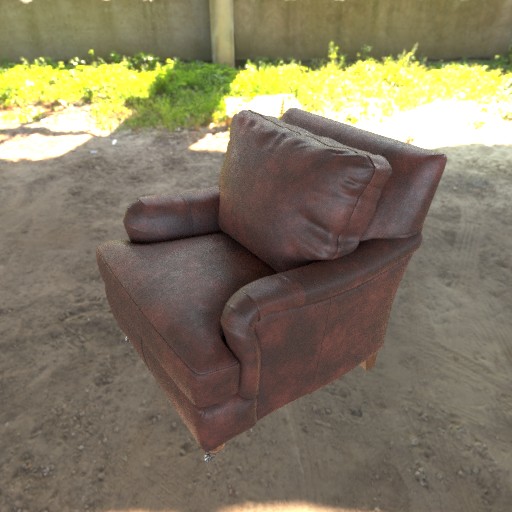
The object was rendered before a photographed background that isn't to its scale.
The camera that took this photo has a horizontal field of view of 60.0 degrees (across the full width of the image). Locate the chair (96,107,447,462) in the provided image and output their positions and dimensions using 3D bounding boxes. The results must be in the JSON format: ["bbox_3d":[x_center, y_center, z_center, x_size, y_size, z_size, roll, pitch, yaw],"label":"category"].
[{"bbox_3d":[0.000,0.000,1.919,1.156,1.051,0.987,-20,37,-29],"label":"chair"}]
